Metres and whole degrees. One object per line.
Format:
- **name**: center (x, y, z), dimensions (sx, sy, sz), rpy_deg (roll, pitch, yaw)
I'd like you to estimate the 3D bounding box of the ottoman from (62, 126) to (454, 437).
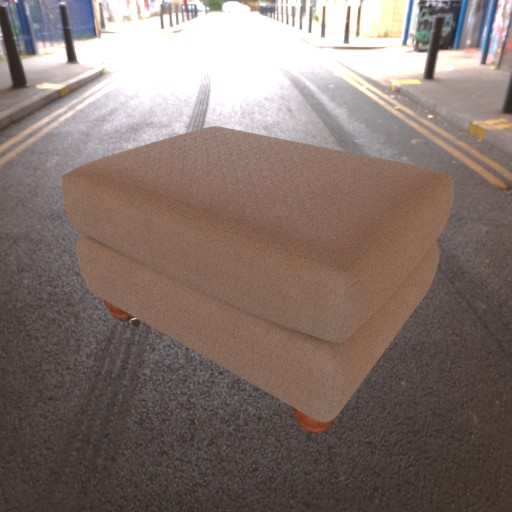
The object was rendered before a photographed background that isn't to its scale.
- **ottoman**: center (0.000, 0.000, 1.122), dimensions (0.773, 0.504, 0.569), rpy_deg (21, 36, 31)
